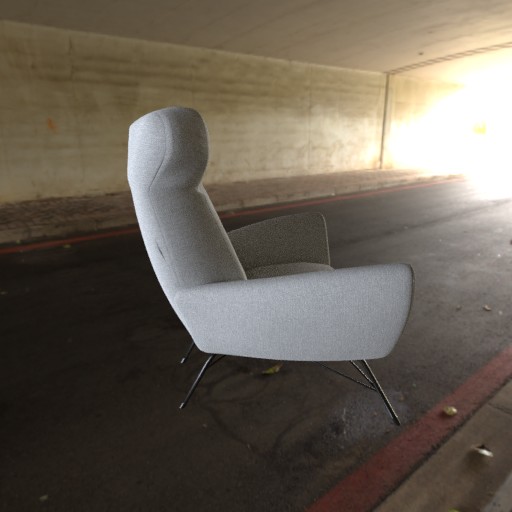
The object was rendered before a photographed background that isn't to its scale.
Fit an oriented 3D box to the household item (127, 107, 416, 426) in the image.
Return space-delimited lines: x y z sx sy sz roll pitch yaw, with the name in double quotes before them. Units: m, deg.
"household item" 0.000 0.000 1.705 0.900 1.050 0.980 -3 16 -9
